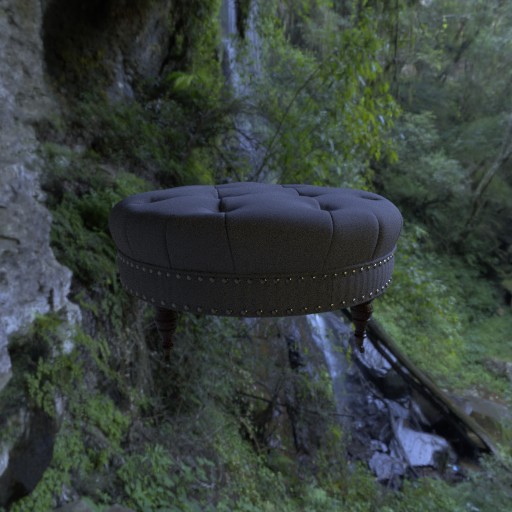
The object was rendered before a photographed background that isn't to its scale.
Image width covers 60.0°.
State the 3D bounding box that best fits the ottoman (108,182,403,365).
[{"bbox_3d":[0.000,0.000,1.429,0.901,0.439,0.901,0,13,0],"label":"ottoman"}]
